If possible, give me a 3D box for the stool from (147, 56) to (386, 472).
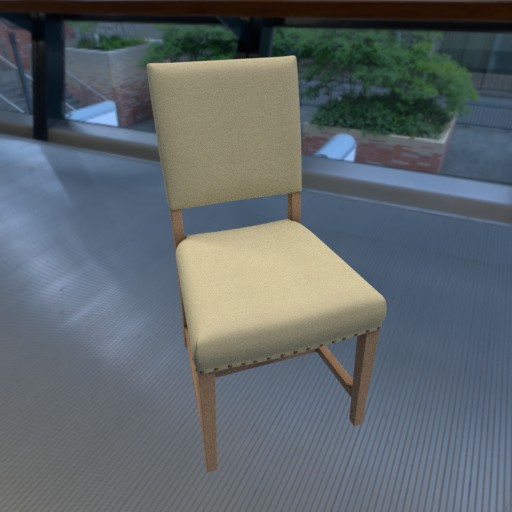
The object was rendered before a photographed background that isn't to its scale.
[{"bbox_3d":[0.000,0.000,1.294,0.508,0.986,0.623,-10,34,-16],"label":"stool"}]
